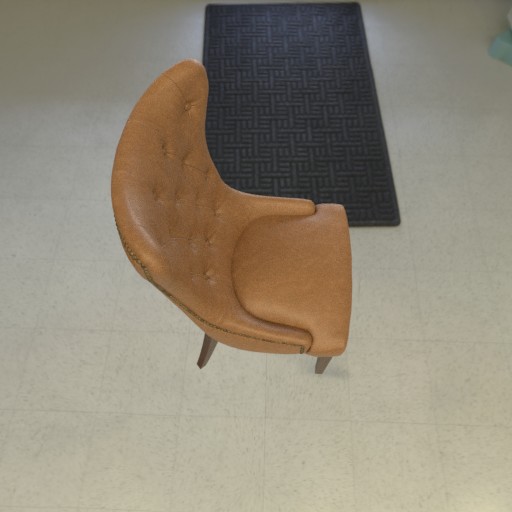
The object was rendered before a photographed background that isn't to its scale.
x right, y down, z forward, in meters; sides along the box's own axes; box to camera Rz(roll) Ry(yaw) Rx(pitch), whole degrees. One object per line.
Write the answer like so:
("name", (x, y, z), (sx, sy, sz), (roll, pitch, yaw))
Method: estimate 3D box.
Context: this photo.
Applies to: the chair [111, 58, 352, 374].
("chair", (0.000, 0.000, 1.467), (0.669, 1.065, 0.611), (4, 63, 2))
